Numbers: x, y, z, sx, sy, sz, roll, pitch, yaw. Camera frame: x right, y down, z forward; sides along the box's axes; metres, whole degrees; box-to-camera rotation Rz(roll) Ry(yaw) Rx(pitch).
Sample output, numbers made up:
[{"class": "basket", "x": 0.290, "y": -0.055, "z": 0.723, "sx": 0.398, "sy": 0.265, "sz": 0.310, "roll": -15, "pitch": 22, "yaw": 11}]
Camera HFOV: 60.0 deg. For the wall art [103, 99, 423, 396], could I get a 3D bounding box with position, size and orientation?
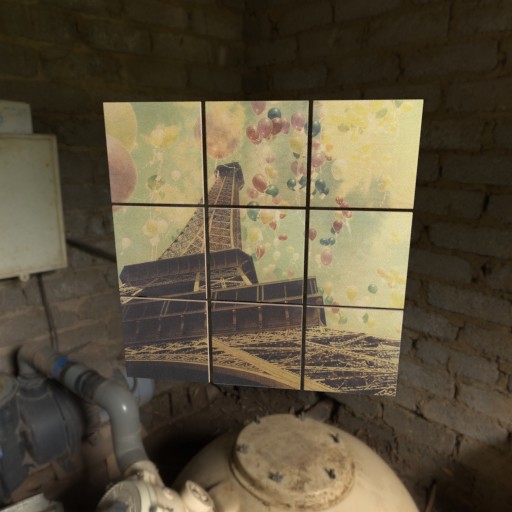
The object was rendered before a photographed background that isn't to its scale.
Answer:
[{"class": "wall art", "x": 0.000, "y": 0.000, "z": 1.844, "sx": 1.219, "sy": 1.218, "sz": 0.013, "roll": 2, "pitch": 16, "yaw": 7}]
